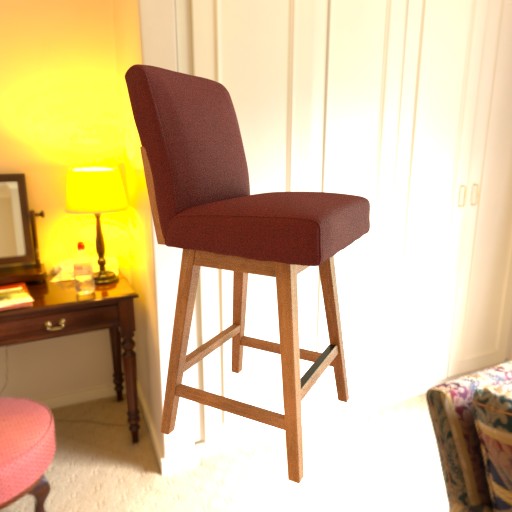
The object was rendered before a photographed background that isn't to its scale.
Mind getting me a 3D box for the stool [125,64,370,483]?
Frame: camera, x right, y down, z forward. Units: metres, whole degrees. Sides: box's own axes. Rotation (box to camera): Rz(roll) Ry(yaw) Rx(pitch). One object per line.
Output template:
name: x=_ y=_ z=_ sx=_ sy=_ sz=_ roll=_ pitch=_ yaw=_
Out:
stool: x=0.000 y=0.000 z=1.297 sx=0.562 sy=1.038 sz=0.468 roll=7 pitch=16 yaw=27
